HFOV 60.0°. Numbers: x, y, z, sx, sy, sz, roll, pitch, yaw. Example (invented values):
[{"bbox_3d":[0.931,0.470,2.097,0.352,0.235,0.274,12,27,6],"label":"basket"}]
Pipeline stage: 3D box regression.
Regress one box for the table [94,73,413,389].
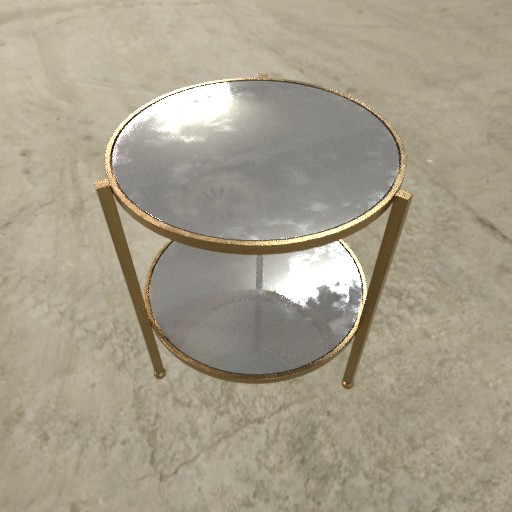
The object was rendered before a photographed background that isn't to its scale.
[{"bbox_3d":[0.000,0.000,0.449,0.231,0.269,0.243,2,46,2],"label":"table"}]
